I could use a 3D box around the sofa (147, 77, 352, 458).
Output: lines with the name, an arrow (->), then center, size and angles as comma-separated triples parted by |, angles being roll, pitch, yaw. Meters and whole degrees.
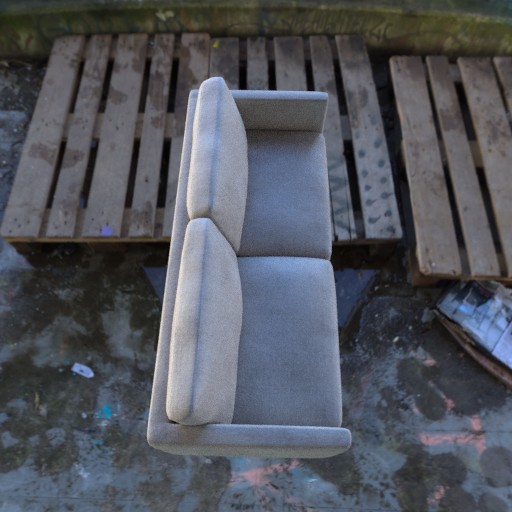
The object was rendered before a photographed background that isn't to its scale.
sofa -> 0.000, 0.000, 2.696 | 0.951, 0.965, 2.208 | 1, 63, 1
